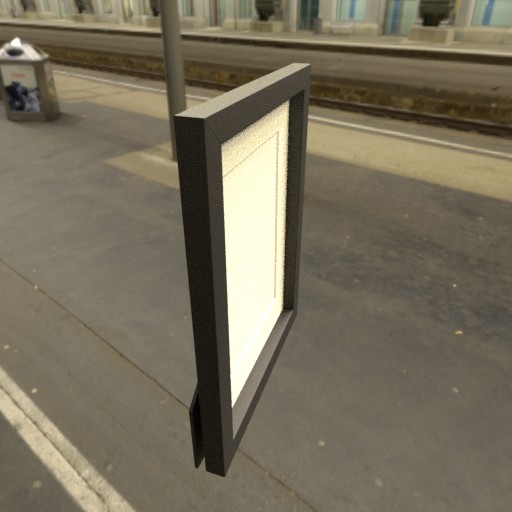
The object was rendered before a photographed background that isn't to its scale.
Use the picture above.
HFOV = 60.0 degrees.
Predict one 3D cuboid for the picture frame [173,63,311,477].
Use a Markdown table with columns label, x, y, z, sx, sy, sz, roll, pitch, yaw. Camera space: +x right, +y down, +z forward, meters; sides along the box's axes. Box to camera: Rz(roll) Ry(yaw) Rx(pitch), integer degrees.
| label | x | y | z | sx | sy | sz | roll | pitch | yaw |
| --- | --- | --- | --- | --- | --- | --- | --- | --- | --- |
| picture frame | 0.000 | 0.000 | 0.517 | 0.036 | 0.383 | 0.307 | 10 | 31 | 17 |
